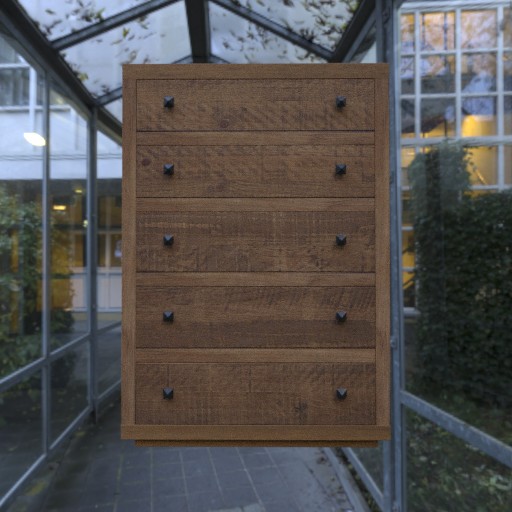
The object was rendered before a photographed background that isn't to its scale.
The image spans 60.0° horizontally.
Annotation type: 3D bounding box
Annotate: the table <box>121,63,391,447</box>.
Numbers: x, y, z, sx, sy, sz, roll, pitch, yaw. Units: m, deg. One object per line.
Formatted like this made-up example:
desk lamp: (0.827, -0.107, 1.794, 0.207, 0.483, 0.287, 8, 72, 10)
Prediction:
table: (0.000, 0.000, 1.721, 0.901, 1.294, 0.524, 0, -1, 0)
